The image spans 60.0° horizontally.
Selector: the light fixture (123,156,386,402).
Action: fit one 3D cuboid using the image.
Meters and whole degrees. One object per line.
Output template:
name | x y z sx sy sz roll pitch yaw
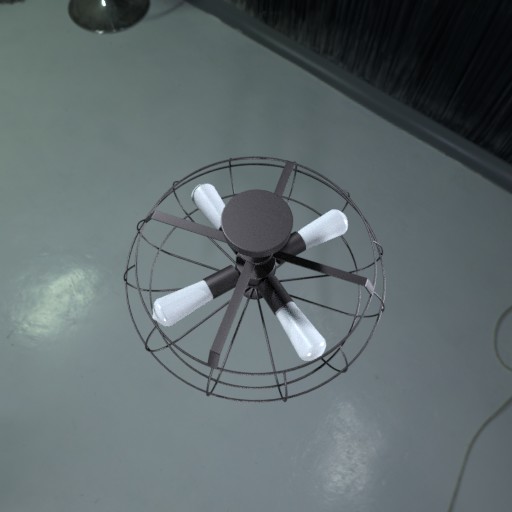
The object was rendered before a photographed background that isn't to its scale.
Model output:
light fixture | 0.000 0.000 0.944 0.582 0.311 0.582 0 65 0
